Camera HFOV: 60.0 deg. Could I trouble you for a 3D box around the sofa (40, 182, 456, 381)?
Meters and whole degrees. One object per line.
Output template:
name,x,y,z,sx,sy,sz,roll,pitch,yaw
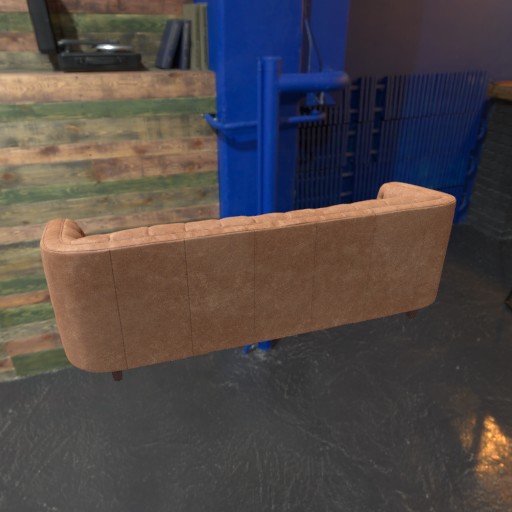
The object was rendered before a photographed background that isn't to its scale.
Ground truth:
sofa,0.000,0.000,2.616,2.257,0.791,0.922,-8,28,-16
